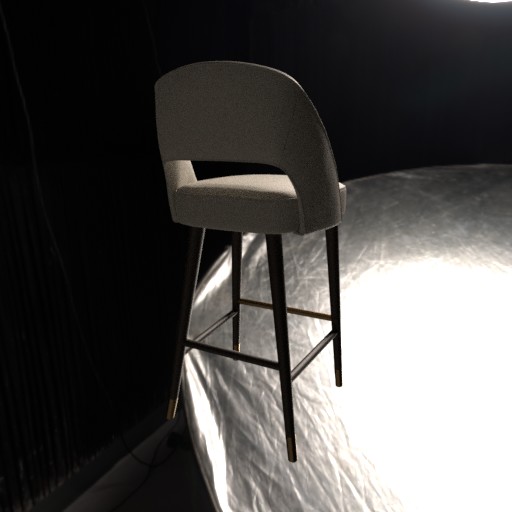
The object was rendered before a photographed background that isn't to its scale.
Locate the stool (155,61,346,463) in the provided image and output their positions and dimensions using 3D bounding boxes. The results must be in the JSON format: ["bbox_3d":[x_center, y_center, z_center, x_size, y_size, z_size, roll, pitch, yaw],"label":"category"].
[{"bbox_3d":[0.000,0.000,1.358,0.494,1.037,0.509,8,17,26],"label":"stool"}]
